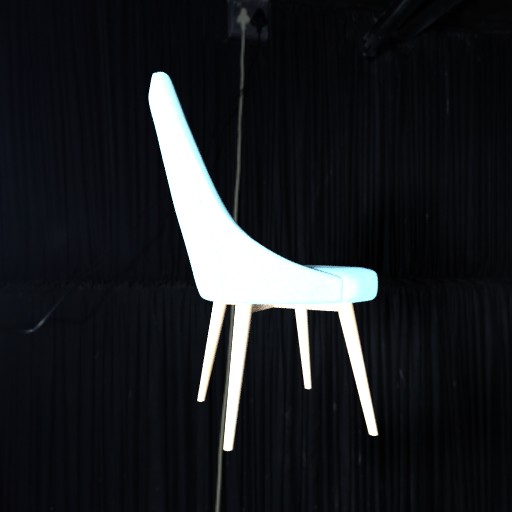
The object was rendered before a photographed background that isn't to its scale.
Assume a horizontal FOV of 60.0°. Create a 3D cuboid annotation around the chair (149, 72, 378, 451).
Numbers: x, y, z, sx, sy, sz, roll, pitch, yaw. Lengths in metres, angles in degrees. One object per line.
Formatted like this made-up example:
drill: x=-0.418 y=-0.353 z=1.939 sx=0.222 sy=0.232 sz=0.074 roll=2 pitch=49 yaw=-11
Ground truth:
chair: x=0.000 y=0.000 z=1.421 sx=0.660 sy=1.040 sz=0.510 roll=0 pitch=0 yaw=-17
